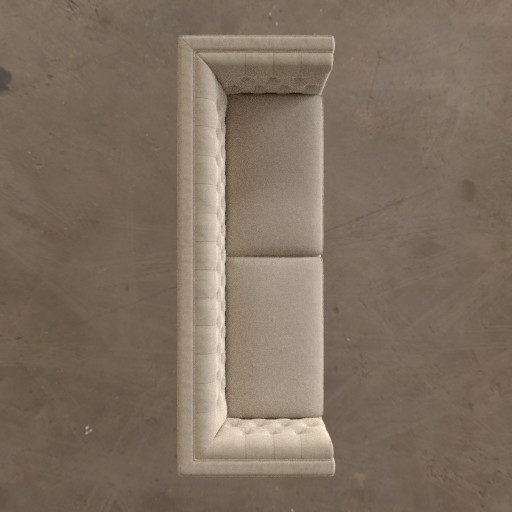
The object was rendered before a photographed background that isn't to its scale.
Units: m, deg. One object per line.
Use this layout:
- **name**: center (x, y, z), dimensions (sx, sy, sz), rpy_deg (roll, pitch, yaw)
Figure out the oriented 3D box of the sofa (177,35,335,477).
- **sofa**: center (0.000, 0.000, 2.538), dimensions (0.775, 0.762, 2.159), rpy_deg (0, 90, -1)
